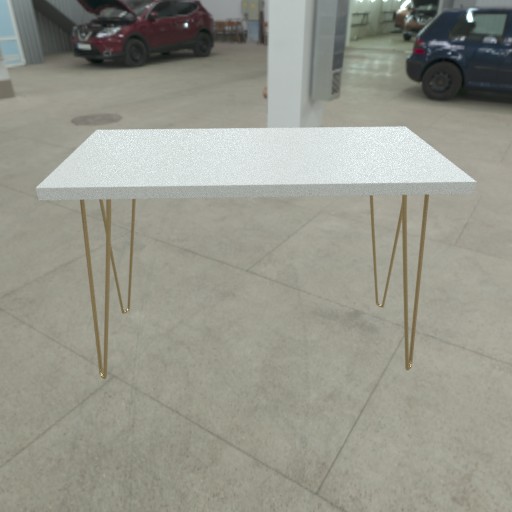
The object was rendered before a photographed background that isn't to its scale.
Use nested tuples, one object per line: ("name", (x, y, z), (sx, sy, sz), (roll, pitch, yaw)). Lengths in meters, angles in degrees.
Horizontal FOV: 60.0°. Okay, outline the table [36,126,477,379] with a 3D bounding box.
("table", (0.000, 0.000, 1.374), (0.991, 0.660, 0.498), (-1, 30, -2))
